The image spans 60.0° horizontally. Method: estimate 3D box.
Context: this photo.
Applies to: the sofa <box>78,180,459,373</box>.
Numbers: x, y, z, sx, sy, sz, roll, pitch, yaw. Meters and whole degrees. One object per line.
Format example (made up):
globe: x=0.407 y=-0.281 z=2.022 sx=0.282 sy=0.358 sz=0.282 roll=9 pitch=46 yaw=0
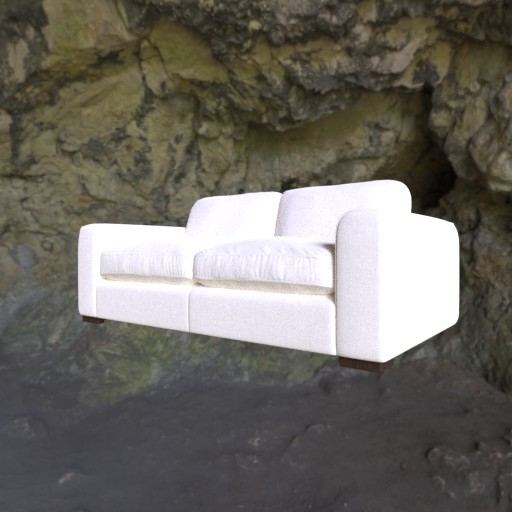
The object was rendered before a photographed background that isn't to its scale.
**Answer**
sofa: x=0.000 y=0.000 z=2.502 sx=1.920 sy=0.801 sz=1.069 roll=1 pitch=1 yaw=37
